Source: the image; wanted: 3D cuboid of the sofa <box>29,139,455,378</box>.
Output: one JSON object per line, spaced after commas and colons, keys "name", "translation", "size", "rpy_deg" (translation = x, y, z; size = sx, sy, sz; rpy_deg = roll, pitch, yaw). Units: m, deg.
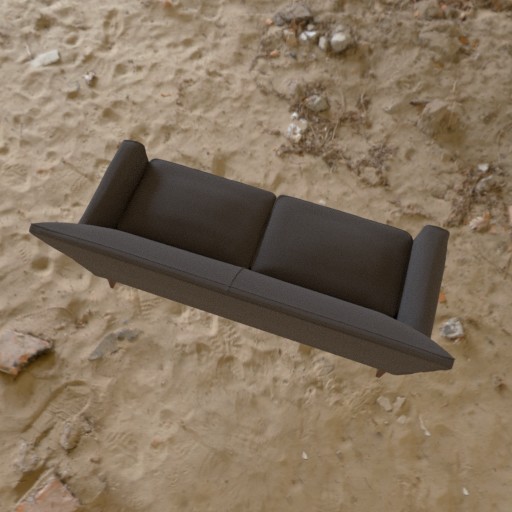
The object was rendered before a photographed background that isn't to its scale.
{"name": "sofa", "translation": [0.000, 0.000, 2.515], "size": [2.002, 0.907, 0.843], "rpy_deg": [17, 66, 8]}
